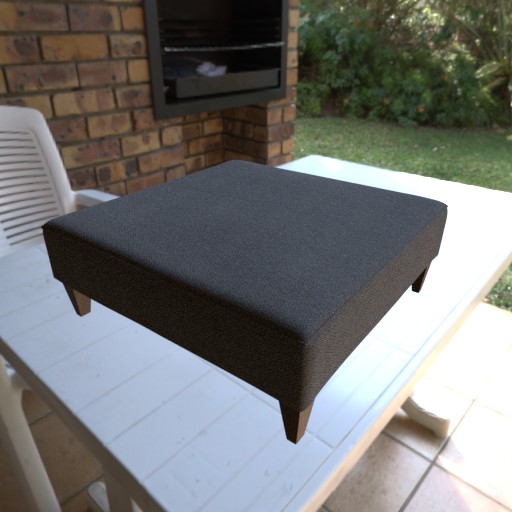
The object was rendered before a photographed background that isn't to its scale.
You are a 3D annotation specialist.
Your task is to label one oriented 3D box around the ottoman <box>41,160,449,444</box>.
[{"bbox_3d":[0.000,0.000,1.529,0.981,0.378,0.970,19,33,32],"label":"ottoman"}]
